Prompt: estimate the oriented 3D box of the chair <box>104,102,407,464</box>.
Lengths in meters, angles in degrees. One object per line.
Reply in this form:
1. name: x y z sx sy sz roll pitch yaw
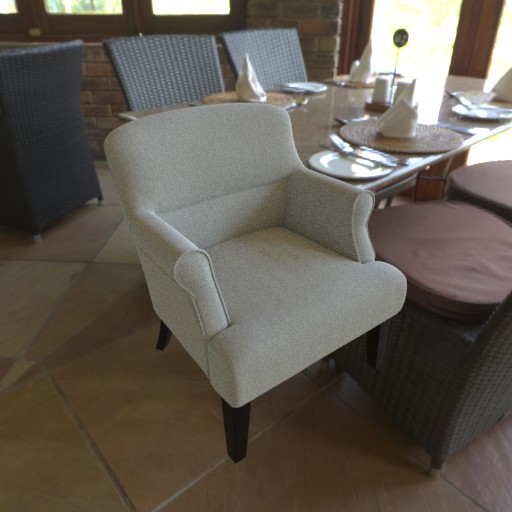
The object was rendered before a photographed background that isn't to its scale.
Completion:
1. chair: 0.000 0.000 1.509 0.781 0.875 0.750 -21 36 -32
